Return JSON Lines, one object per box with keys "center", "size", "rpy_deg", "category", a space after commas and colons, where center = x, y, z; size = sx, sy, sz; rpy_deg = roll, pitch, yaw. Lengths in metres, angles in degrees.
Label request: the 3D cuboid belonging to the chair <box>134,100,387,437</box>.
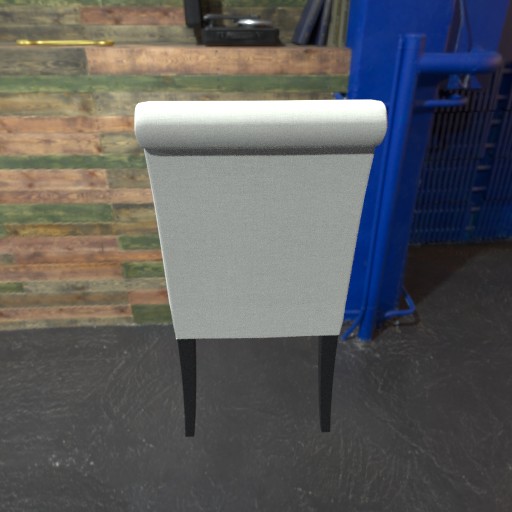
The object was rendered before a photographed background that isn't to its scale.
{"center": [0.000, 0.000, 1.294], "size": [0.452, 0.976, 0.708], "rpy_deg": [-1, 29, -2], "category": "chair"}
